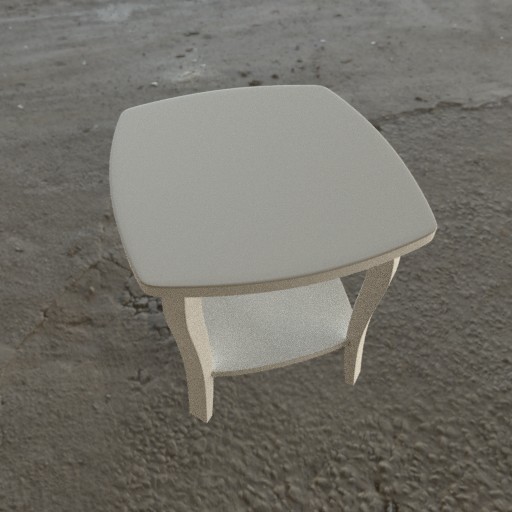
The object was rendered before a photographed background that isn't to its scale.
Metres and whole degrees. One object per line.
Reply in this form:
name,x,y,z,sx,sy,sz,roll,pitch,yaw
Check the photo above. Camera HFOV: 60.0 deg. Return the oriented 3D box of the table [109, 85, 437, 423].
table,0.000,0.000,0.857,0.451,0.438,0.502,-11,47,-10
